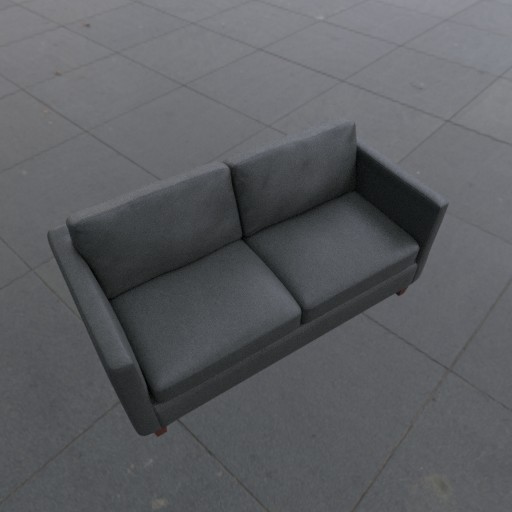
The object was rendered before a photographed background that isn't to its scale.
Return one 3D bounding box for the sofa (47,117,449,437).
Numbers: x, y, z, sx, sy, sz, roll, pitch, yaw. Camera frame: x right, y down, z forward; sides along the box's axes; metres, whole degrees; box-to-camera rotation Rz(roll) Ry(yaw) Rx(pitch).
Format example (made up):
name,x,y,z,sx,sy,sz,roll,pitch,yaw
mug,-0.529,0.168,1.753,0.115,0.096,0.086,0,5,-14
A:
name,x,y,z,sx,sy,sz,roll,pitch,yaw
sofa,0.000,0.000,2.457,1.883,0.933,0.951,-25,52,-21
